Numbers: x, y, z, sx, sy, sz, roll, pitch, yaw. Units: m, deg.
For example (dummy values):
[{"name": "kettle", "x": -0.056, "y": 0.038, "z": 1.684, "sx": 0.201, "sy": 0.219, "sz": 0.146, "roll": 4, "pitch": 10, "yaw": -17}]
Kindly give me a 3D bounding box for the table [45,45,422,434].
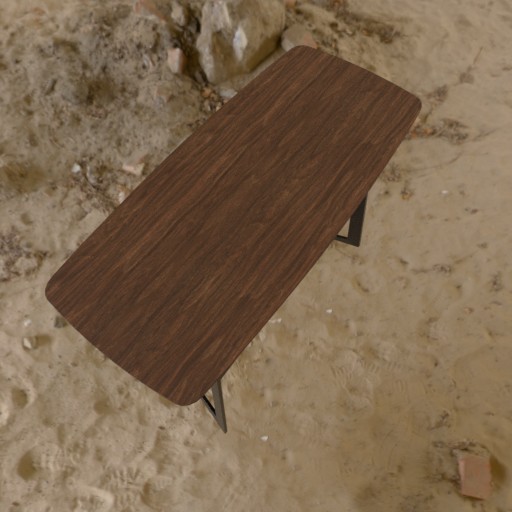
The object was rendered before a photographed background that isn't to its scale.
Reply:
[{"name": "table", "x": 0.000, "y": 0.000, "z": 1.093, "sx": 0.361, "sy": 0.576, "sz": 0.804, "roll": 33, "pitch": 67, "yaw": 16}]
